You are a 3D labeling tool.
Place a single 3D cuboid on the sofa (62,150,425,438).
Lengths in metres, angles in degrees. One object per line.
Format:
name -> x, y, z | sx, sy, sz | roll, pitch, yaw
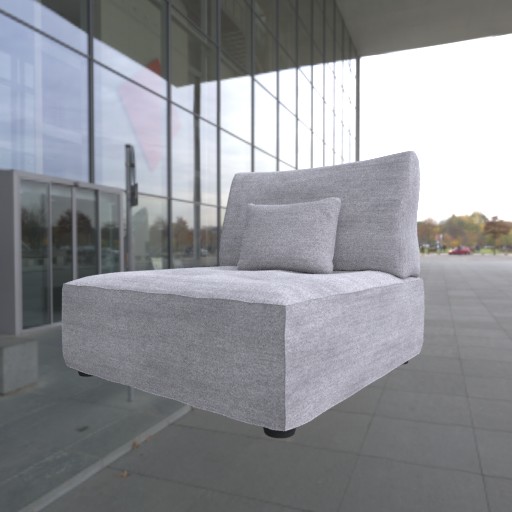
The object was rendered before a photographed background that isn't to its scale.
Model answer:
sofa -> 0.000, 0.000, 1.643 | 0.930, 0.820, 1.000 | 1, 2, 37
